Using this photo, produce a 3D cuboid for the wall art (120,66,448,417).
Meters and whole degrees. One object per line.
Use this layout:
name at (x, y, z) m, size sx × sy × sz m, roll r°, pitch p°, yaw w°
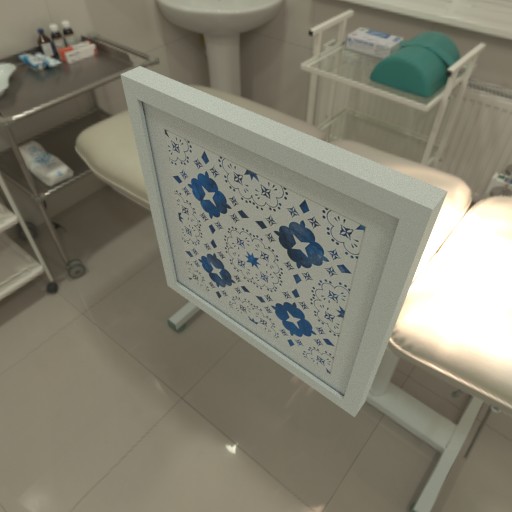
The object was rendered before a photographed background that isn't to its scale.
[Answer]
wall art at (0.000, 0.000, 0.536) m, size 0.355 × 0.355 × 0.027 m, roll 30°, pitch 53°, yaw 26°
